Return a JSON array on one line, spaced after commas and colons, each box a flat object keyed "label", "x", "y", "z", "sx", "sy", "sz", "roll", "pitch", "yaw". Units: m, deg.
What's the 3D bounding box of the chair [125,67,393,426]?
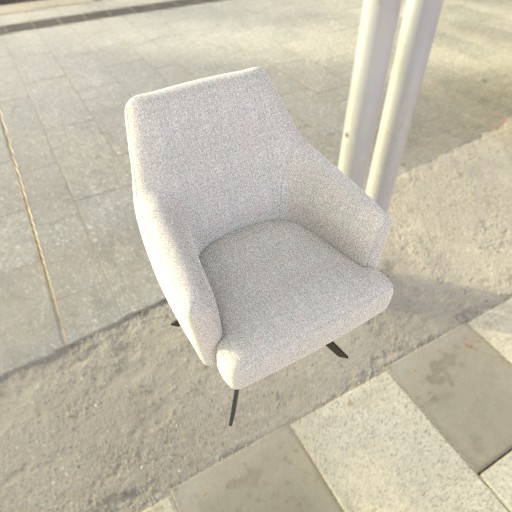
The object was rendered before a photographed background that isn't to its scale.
[{"label": "chair", "x": 0.000, "y": 0.000, "z": 1.361, "sx": 0.642, "sy": 0.874, "sz": 0.677, "roll": -23, "pitch": 49, "yaw": -22}]
